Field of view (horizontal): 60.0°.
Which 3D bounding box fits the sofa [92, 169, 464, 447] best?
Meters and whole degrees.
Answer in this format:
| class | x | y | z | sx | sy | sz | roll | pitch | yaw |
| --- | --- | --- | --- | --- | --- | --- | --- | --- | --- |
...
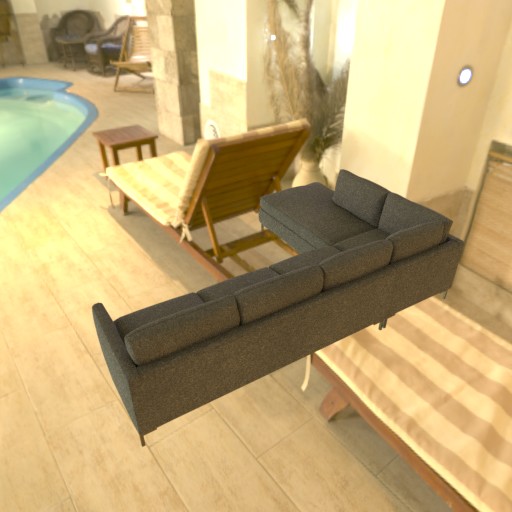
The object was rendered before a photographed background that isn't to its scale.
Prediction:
| class | x | y | z | sx | sy | sz | roll | pitch | yaw |
| --- | --- | --- | --- | --- | --- | --- | --- | --- | --- |
| sofa | 0.000 | 0.000 | 3.894 | 2.949 | 0.815 | 2.007 | -18 | 37 | -26 |
